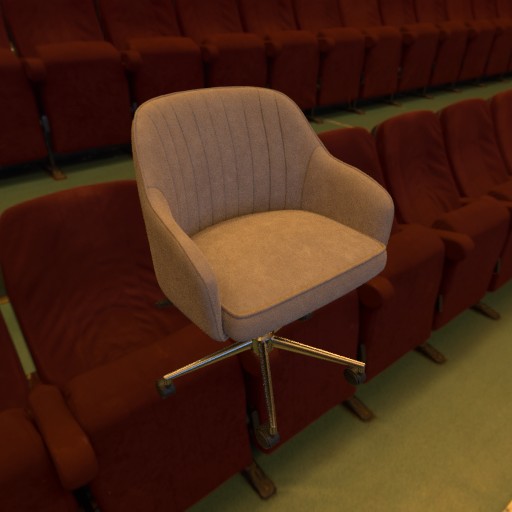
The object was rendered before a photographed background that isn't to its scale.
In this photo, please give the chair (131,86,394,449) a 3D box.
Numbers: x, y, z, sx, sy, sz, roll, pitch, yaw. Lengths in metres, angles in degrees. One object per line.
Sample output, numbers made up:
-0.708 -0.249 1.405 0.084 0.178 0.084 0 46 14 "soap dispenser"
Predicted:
0.000 0.000 1.264 0.635 0.831 0.573 -22 36 -33 "chair"
